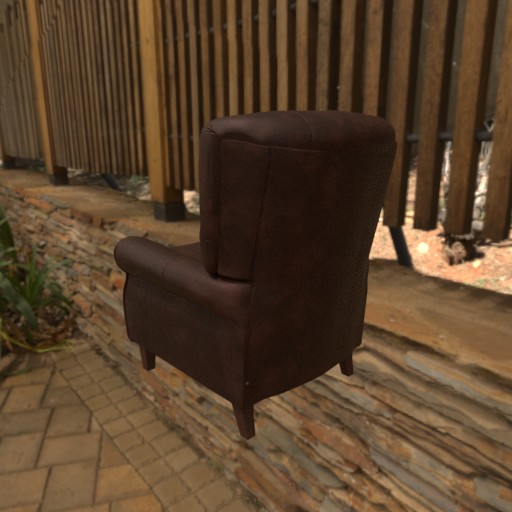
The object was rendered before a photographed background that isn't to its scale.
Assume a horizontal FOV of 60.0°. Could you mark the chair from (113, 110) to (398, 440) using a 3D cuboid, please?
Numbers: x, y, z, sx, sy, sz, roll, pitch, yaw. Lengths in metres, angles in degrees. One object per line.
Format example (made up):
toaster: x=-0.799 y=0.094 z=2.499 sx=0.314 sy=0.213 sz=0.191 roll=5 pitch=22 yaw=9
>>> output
chair: x=0.000 y=0.000 z=1.909 sx=0.948 sy=1.158 sz=1.058 roll=-14 pitch=20 yaw=-42
